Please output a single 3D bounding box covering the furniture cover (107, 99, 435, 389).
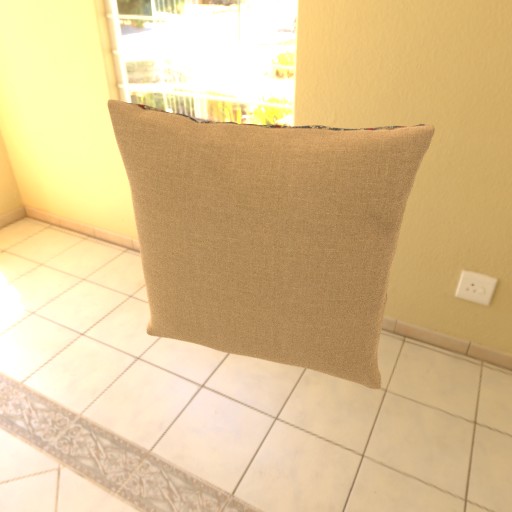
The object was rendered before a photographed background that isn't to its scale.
[{"bbox_3d":[0.000,0.000,0.669,0.431,0.431,0.139,10,34,15],"label":"furniture cover"}]
